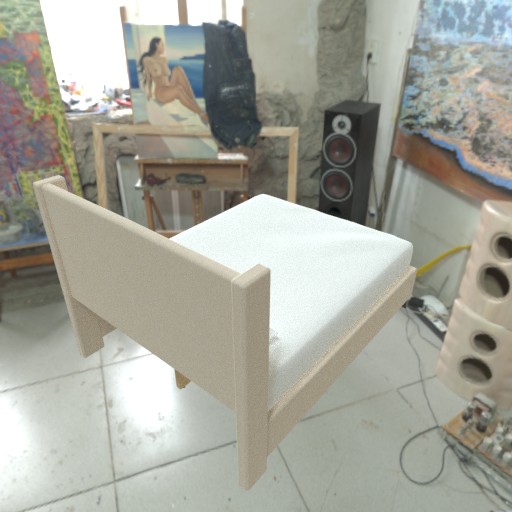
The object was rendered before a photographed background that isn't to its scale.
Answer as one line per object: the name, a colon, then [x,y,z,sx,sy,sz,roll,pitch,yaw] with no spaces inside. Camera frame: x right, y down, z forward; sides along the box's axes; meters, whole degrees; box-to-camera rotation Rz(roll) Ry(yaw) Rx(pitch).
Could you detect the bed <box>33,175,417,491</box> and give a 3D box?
bed: [0.000,0.000,3.436,1.778,1.471,2.293,23,38,33]
